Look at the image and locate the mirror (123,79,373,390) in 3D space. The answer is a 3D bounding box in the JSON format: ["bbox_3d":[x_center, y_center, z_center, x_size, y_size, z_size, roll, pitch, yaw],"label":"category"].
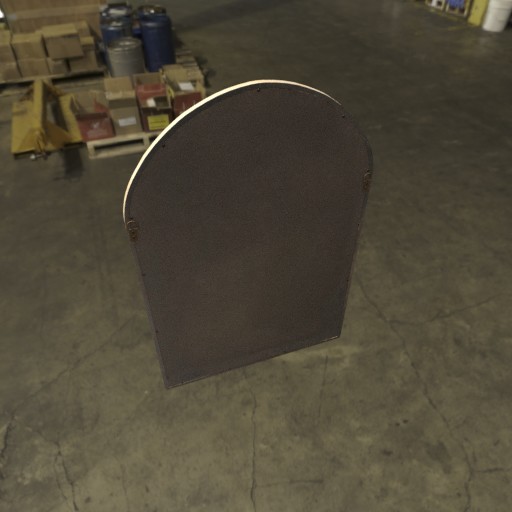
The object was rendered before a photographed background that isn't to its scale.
[{"bbox_3d":[0.000,0.000,1.168,0.609,0.915,0.032,-13,43,-15],"label":"mirror"}]
